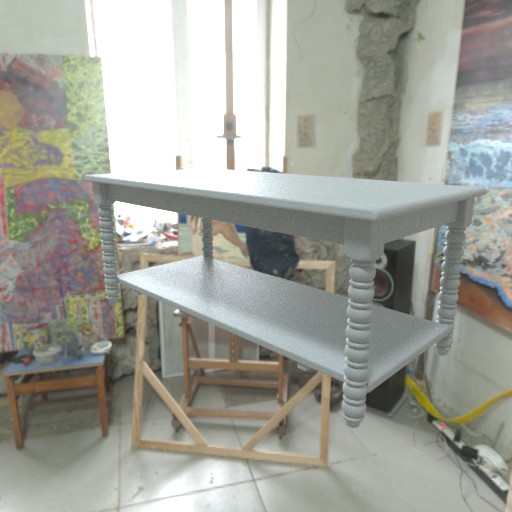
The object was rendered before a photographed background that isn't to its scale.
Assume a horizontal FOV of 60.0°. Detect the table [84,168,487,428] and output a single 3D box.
[{"bbox_3d":[0.000,0.000,1.439,1.171,0.487,0.580,14,20,43],"label":"table"}]
